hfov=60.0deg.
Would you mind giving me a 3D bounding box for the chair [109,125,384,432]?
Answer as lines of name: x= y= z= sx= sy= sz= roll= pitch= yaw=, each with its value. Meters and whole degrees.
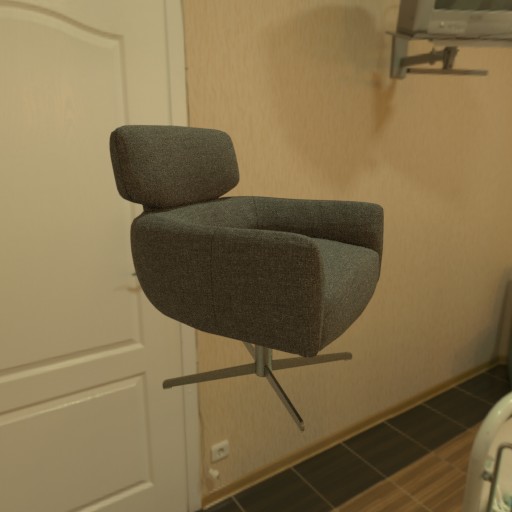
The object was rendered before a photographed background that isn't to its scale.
chair: x=0.000 y=0.000 z=1.416 sx=0.715 sy=0.812 sz=0.706 roll=7 pitch=16 yaw=27
